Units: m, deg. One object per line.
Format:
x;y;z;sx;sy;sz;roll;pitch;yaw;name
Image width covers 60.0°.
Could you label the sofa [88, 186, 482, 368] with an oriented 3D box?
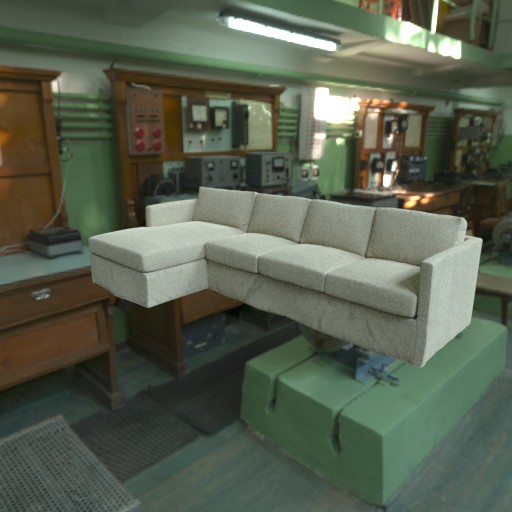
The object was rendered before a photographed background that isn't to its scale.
0.000;0.000;3.910;3.205;0.922;1.650;14;21;42;sofa
